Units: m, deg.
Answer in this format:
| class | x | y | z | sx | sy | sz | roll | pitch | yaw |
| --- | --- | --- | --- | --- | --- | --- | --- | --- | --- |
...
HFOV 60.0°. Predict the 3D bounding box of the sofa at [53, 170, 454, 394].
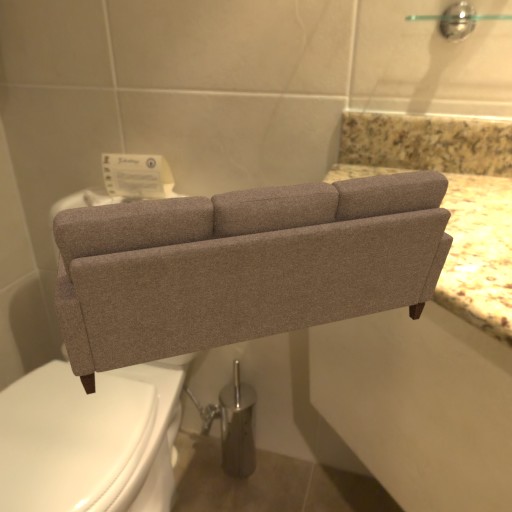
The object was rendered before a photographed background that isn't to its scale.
| class | x | y | z | sx | sy | sz | roll | pitch | yaw |
| --- | --- | --- | --- | --- | --- | --- | --- | --- | --- |
| sofa | 0.000 | 0.000 | 2.598 | 2.115 | 0.984 | 0.888 | -9 | 27 | -17 |
